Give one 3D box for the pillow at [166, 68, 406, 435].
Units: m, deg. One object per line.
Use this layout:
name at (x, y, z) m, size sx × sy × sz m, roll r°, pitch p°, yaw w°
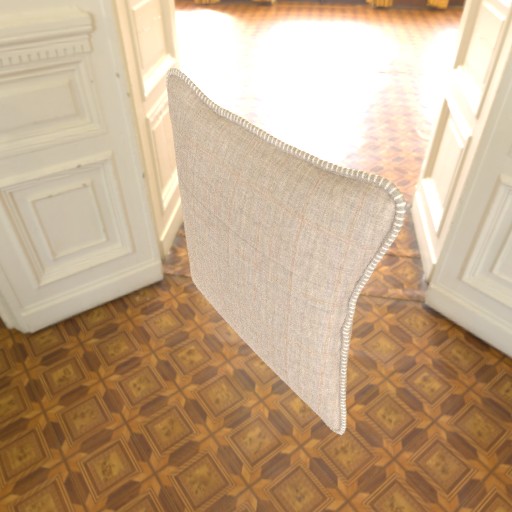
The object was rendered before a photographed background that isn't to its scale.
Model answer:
pillow at (0.000, 0.000, 0.730) m, size 0.124 × 0.494 × 0.485 m, roll -27°, pitch 48°, yaw -27°
